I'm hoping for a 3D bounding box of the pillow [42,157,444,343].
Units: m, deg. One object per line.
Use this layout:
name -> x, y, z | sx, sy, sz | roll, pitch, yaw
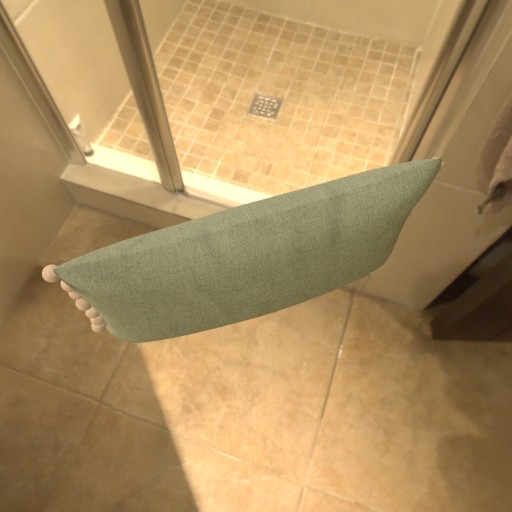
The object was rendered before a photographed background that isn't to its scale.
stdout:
pillow -> 0.000, 0.000, 0.842 | 0.709, 0.322, 0.201 | -16, 64, -8
